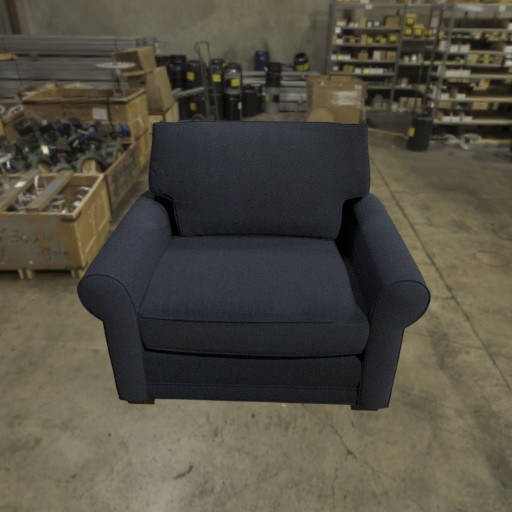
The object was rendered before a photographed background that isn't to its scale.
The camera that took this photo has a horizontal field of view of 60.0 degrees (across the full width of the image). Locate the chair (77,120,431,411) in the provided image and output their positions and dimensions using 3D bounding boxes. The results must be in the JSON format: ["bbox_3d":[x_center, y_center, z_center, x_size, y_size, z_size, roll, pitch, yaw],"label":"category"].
[{"bbox_3d":[0.000,0.000,2.014,1.285,1.044,0.963,1,29,2],"label":"chair"}]
